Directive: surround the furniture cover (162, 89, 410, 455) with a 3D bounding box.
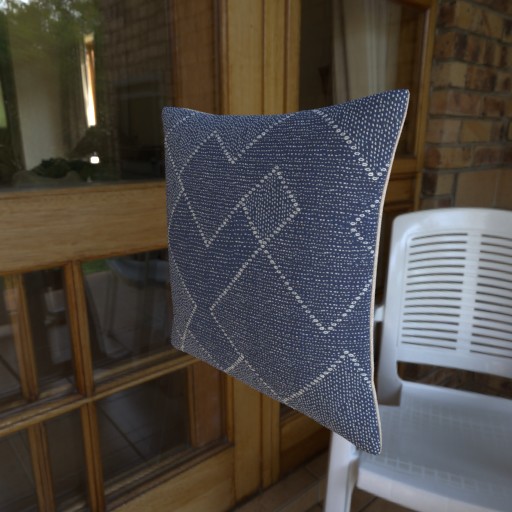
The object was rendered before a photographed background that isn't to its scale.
[{"bbox_3d":[0.000,0.000,0.752,0.511,0.503,0.162,14,20,43],"label":"furniture cover"}]
